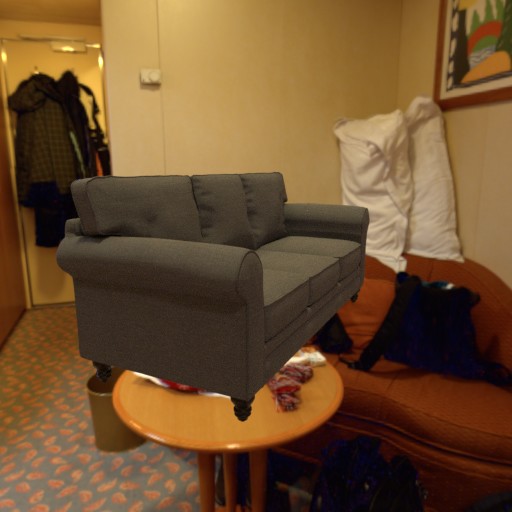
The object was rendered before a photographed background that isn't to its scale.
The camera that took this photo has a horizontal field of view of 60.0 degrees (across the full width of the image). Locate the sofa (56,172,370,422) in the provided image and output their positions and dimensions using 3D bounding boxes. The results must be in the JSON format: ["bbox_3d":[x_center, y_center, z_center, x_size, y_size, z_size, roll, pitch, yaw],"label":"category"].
[{"bbox_3d":[0.000,0.000,2.634,0.909,0.966,2.084,6,13,26],"label":"sofa"}]
